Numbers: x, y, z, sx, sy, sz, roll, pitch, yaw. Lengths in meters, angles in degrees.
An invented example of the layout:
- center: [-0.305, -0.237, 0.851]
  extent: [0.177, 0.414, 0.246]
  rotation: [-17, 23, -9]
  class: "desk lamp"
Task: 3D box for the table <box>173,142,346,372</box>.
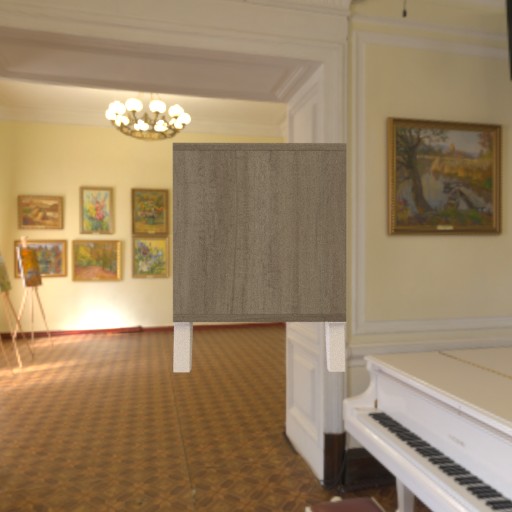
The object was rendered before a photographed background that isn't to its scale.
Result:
- center: [0.000, 0.000, 1.770]
  extent: [0.400, 0.530, 1.500]
  rotation: [0, 0, -1]
  class: "table"
